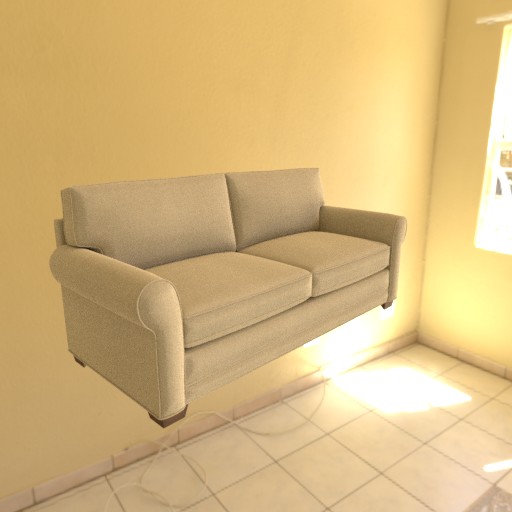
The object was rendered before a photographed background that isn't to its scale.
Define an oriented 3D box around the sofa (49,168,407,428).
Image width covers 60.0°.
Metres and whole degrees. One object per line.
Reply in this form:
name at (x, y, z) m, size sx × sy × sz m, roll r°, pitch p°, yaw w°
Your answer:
sofa at (0.000, 0.000, 2.669) m, size 0.901 × 0.962 × 2.146 m, roll 14°, pitch 20°, yaw 42°
